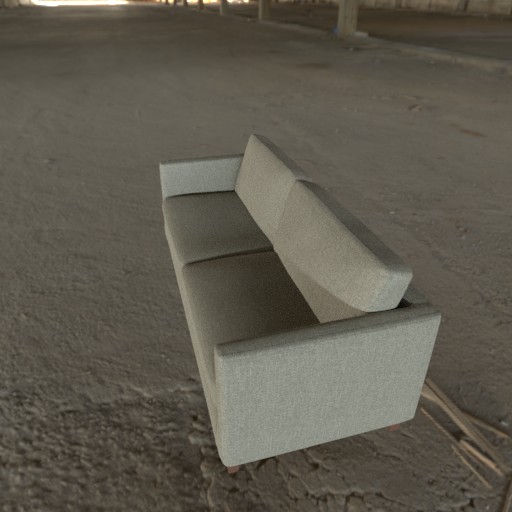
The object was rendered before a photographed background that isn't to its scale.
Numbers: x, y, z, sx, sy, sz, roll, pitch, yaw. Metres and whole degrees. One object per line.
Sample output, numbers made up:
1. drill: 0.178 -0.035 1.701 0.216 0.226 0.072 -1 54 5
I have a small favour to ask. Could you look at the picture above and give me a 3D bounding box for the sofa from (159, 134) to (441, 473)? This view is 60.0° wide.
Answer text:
1. sofa: 0.000 0.000 2.693 0.956 0.960 2.208 -8 32 -14
